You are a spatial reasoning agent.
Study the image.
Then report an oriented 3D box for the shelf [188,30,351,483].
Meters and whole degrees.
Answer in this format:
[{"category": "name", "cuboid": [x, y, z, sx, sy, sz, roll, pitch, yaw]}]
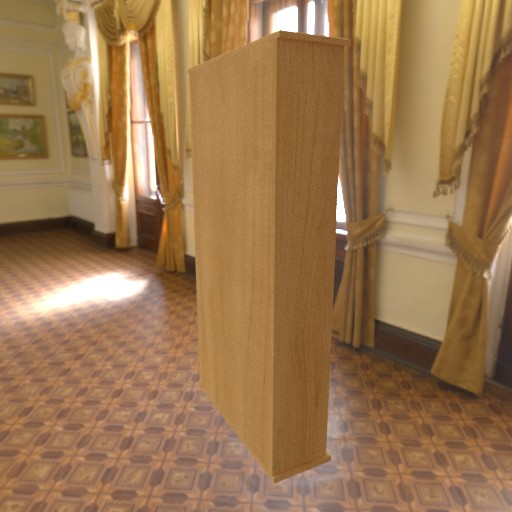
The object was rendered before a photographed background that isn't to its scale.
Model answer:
[{"category": "shelf", "cuboid": [0.000, 0.000, 1.232, 0.175, 1.030, 0.520, -7, 16, -27]}]
